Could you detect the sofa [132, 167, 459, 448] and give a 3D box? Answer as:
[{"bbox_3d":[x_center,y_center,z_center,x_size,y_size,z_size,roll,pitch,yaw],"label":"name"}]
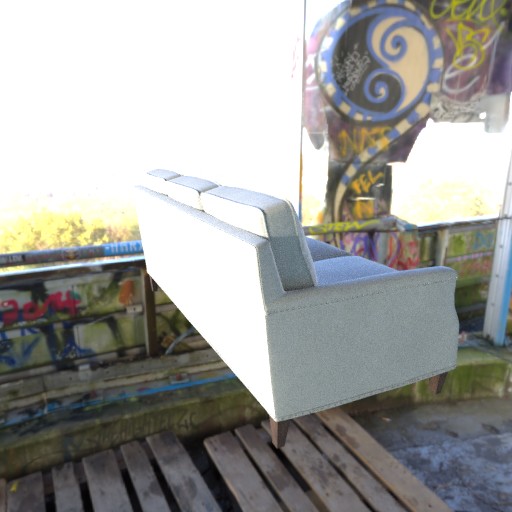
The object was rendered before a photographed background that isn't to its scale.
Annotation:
[{"bbox_3d":[0.000,0.000,2.775,1.084,1.003,2.246,-7,17,-25],"label":"sofa"}]
